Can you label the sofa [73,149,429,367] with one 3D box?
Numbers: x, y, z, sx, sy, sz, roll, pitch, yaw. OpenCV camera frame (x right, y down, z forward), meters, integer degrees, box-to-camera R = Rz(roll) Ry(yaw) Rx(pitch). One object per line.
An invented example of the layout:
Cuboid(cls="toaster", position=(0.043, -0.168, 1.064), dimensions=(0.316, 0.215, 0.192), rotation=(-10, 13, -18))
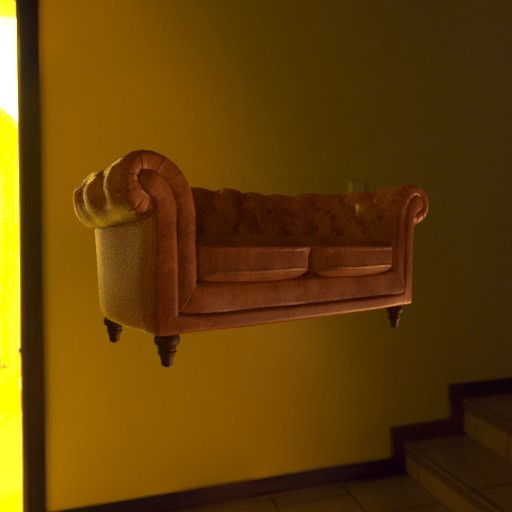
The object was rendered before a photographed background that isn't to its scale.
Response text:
Cuboid(cls="sofa", position=(0.000, 0.000, 2.588), dimensions=(1.979, 0.877, 1.042), rotation=(-1, 2, -36))
